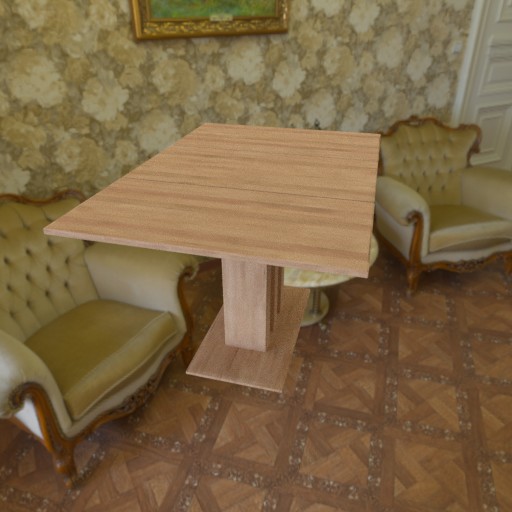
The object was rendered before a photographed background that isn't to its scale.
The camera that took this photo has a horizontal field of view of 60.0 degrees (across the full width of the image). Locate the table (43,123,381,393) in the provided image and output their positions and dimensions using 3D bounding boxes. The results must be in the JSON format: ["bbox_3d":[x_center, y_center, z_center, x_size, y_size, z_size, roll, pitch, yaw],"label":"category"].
[{"bbox_3d":[0.000,0.000,1.886,0.900,0.770,1.300,8,31,13],"label":"table"}]
